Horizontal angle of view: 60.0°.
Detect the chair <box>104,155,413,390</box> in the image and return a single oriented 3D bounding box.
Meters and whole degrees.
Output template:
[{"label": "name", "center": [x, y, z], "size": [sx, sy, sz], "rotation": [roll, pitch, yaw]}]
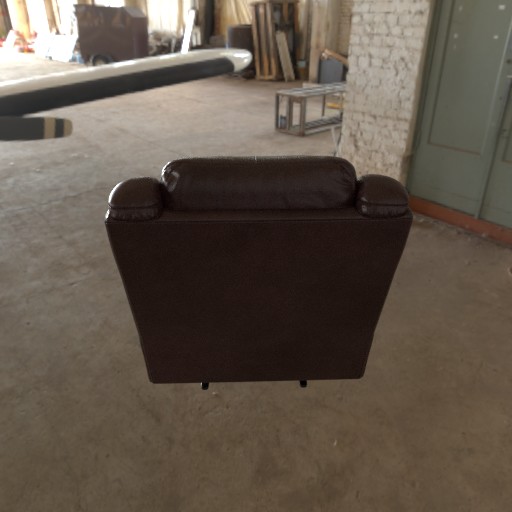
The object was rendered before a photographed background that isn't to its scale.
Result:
[{"label": "chair", "center": [0.000, 0.000, 1.925], "size": [0.990, 1.093, 1.041], "rotation": [-1, 28, -2]}]
